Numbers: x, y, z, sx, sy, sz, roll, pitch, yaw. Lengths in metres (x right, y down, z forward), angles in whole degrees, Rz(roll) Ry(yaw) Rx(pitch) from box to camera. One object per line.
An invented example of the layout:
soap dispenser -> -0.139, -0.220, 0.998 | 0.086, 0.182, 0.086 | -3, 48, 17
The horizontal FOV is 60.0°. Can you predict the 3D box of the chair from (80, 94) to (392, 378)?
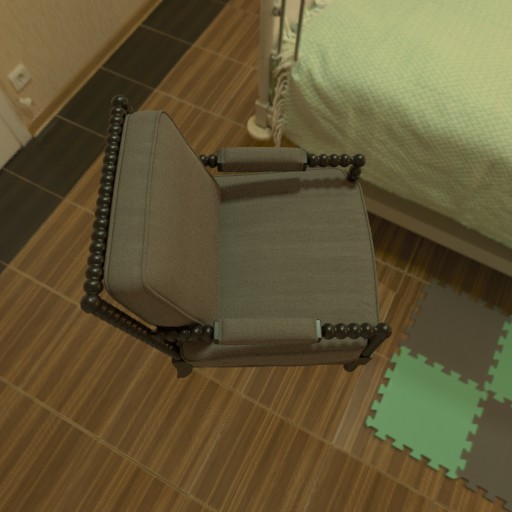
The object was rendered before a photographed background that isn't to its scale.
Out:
chair -> 0.000, 0.000, 1.154 | 0.622, 0.661, 0.540 | -1, 65, 0
